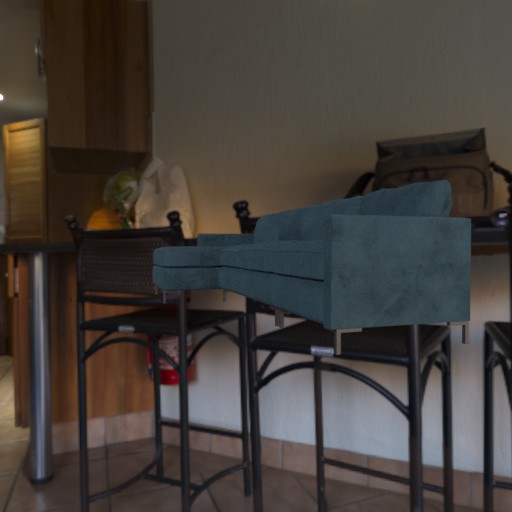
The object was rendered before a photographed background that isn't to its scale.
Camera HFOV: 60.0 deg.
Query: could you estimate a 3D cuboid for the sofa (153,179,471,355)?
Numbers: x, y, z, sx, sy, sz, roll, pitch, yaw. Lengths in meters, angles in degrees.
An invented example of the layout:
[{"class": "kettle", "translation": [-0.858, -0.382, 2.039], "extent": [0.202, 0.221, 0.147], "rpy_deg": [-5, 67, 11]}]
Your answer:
[{"class": "sofa", "translation": [0.000, 0.000, 3.923], "extent": [1.500, 0.967, 3.400], "rpy_deg": [0, 1, -18]}]
